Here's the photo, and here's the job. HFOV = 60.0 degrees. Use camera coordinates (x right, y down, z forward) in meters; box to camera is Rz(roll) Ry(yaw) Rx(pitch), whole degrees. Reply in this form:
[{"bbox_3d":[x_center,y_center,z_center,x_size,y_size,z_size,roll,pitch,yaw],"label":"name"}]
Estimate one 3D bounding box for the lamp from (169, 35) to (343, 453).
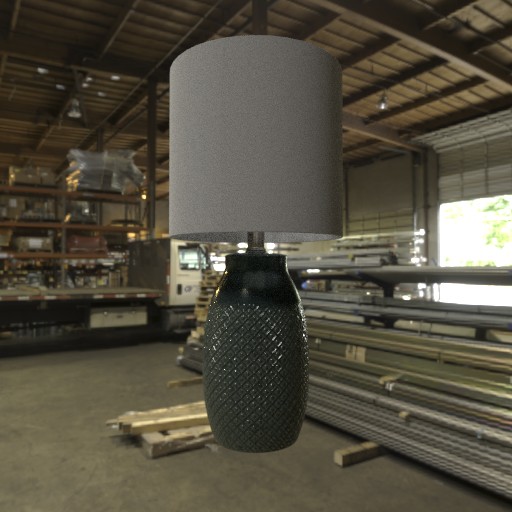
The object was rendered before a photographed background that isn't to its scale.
[{"bbox_3d":[0.000,0.000,0.562,0.217,0.453,0.217,1,-2,-35],"label":"lamp"}]
